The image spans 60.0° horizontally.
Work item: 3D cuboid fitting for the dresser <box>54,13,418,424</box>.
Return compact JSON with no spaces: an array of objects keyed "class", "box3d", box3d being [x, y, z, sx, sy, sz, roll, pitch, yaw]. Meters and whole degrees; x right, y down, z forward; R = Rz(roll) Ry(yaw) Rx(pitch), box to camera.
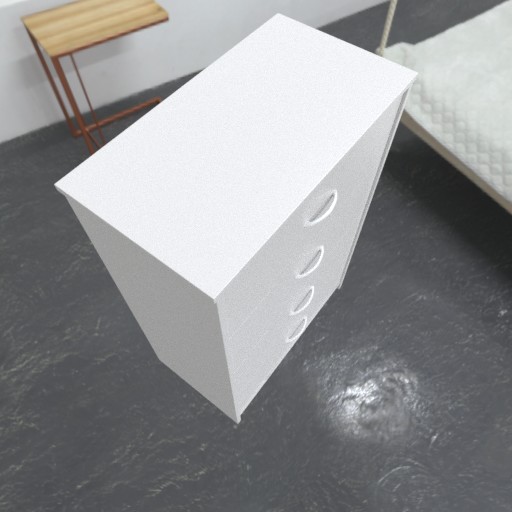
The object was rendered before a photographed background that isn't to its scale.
[{"class":"dresser","box3d":[0.000,0.000,1.335,0.401,1.021,0.704,33,64,19]}]
